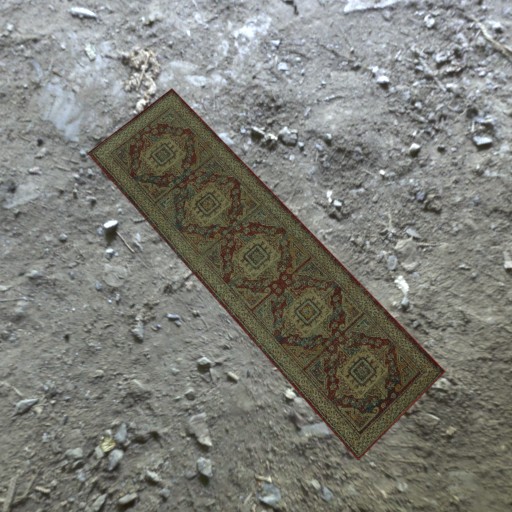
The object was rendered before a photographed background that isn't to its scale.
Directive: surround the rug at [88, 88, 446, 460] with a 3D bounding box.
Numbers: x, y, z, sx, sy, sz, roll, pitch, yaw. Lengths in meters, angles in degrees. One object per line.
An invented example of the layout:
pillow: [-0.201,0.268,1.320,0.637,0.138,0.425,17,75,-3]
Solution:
rug: [0.000,0.000,2.509,0.659,0.015,2.292,-41,80,-9]
